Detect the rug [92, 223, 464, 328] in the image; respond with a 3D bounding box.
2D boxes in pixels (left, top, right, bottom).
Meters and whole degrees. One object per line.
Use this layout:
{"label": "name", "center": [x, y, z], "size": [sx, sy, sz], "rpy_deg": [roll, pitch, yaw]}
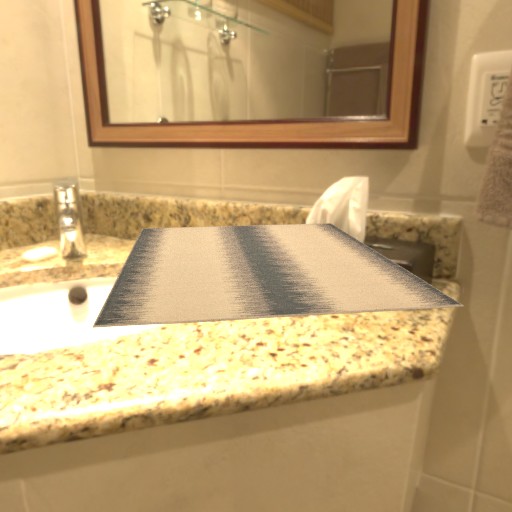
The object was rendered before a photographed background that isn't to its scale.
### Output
{"label": "rug", "center": [0.000, 0.000, 4.301], "size": [2.453, 0.004, 3.037], "rpy_deg": [-2, 15, -8]}
